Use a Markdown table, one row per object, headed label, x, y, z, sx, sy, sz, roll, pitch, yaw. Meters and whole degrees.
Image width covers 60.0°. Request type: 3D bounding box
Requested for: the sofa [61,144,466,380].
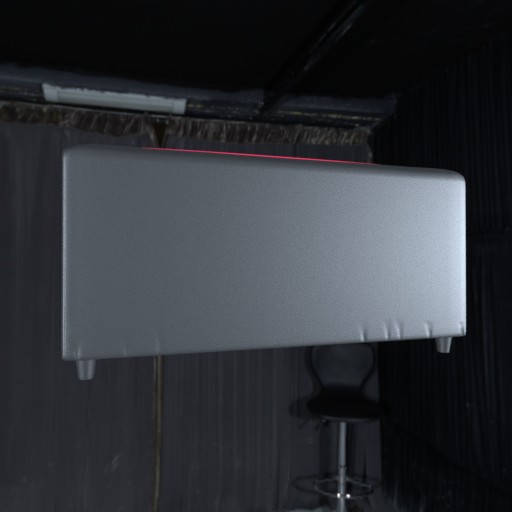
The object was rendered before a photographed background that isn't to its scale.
| label | x | y | z | sx | sy | sz | roll | pitch | yaw |
| --- | --- | --- | --- | --- | --- | --- | --- | --- | --- |
| sofa | 0.000 | 0.000 | 1.853 | 1.410 | 0.735 | 0.845 | 0 | 0 | -17 |
